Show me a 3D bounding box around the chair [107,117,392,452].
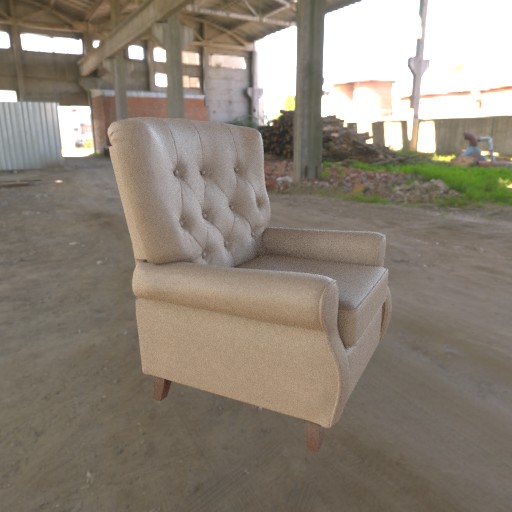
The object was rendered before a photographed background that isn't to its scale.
[{"bbox_3d":[0.000,0.000,1.889,1.041,1.138,0.999,7,16,26],"label":"chair"}]
